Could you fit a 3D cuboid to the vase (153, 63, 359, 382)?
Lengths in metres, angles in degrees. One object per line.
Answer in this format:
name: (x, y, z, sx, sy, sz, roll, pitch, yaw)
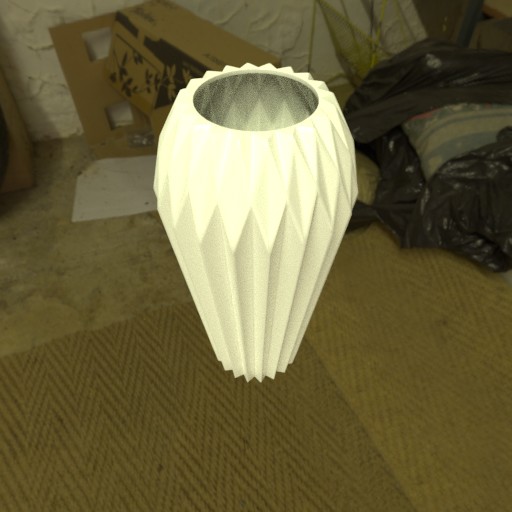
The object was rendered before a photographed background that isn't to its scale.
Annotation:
vase: (0.000, 0.000, 0.344, 0.133, 0.263, 0.133, 0, 47, 0)
